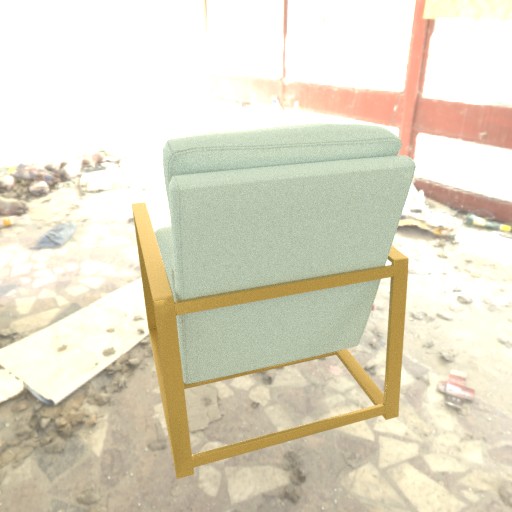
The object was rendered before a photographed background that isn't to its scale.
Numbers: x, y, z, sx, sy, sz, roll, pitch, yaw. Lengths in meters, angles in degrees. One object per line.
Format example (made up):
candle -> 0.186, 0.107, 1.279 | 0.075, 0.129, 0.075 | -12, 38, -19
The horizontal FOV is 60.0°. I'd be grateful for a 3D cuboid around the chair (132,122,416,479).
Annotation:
chair -> 0.000, 0.000, 1.533 | 0.758, 0.956, 0.813 | -8, 28, -16
